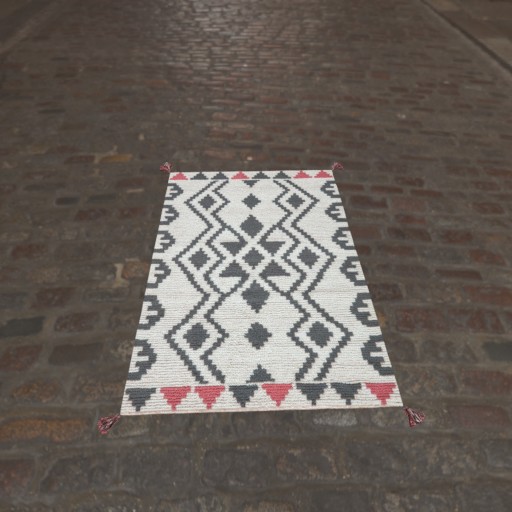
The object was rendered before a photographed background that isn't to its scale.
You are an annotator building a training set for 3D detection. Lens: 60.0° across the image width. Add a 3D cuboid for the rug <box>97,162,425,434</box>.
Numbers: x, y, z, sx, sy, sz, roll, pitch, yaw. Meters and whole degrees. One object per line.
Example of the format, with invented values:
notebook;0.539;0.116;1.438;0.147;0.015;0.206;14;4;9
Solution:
rug;0.000;0.000;3.260;1.741;0.066;2.672;-1;42;-1
